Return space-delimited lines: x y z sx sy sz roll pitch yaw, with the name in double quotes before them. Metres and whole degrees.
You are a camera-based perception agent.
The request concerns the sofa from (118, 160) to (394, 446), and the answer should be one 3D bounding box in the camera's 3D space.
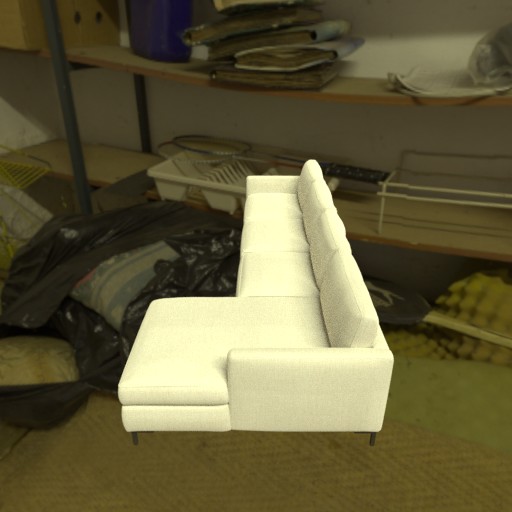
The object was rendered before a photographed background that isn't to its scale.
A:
"sofa" 0.000 0.000 2.877 1.126 0.677 2.445 0 27 1
